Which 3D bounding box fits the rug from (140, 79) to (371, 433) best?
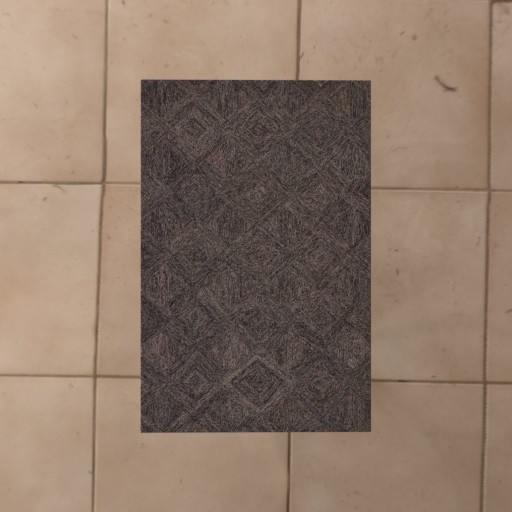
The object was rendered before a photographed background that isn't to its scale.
[{"bbox_3d":[0.000,0.000,2.891,1.501,0.017,2.298,0,90,-1],"label":"rug"}]
